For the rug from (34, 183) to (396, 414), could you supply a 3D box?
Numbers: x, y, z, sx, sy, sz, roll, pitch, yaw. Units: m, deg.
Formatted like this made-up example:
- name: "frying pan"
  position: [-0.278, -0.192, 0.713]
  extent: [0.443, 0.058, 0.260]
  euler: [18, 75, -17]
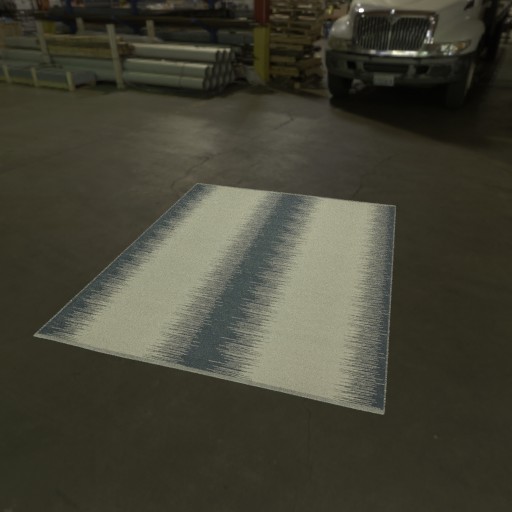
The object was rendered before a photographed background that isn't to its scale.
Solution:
- name: "rug"
  position: [0.000, 0.000, 4.126]
  extent: [2.453, 0.004, 3.037]
  euler: [9, 32, 14]
